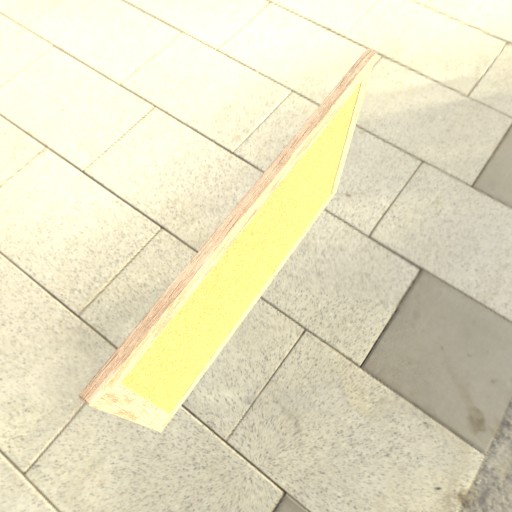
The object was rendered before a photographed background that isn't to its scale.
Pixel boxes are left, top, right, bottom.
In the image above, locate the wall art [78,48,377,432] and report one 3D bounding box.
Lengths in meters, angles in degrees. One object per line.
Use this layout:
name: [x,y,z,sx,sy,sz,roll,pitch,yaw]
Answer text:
wall art: [0.000,0.000,0.922,0.021,0.480,0.780,32,69,14]
